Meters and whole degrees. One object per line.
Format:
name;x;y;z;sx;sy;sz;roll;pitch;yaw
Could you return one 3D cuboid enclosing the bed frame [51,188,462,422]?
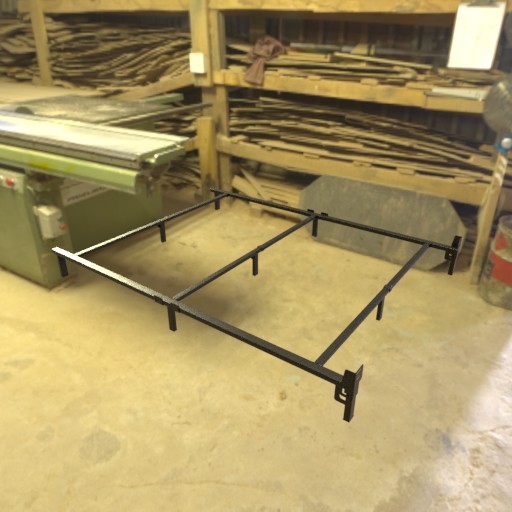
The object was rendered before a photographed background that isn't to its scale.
bed frame;0.000;0.000;2.716;1.990;0.248;1.498;18;32;32
